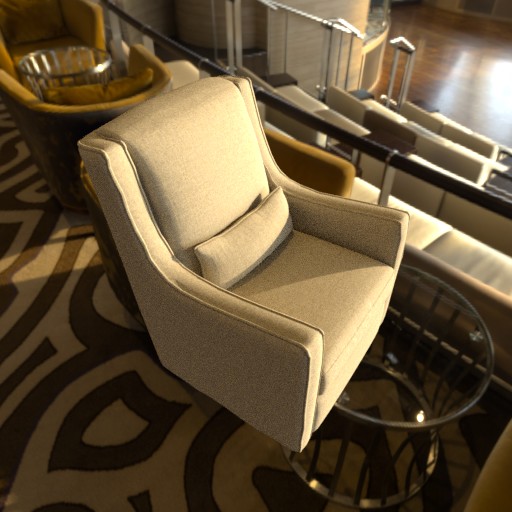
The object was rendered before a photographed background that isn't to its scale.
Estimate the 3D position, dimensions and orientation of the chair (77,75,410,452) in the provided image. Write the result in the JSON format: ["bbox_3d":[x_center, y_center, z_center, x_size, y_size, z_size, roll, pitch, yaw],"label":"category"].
[{"bbox_3d":[0.000,0.000,1.585,0.879,0.993,0.732,25,47,25],"label":"chair"}]
